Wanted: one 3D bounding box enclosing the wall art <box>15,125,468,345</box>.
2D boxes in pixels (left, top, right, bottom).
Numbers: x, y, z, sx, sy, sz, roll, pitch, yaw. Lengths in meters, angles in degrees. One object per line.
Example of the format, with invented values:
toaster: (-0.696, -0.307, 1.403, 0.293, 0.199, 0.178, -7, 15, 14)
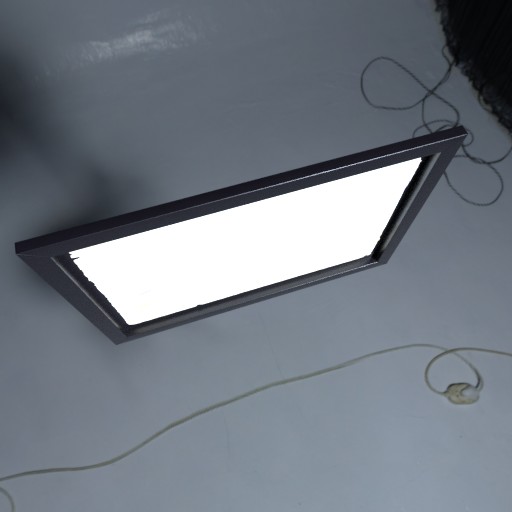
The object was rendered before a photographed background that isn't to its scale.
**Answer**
wall art: (0.000, 0.000, 0.552, 0.440, 0.306, 0.013, -16, 65, -8)
